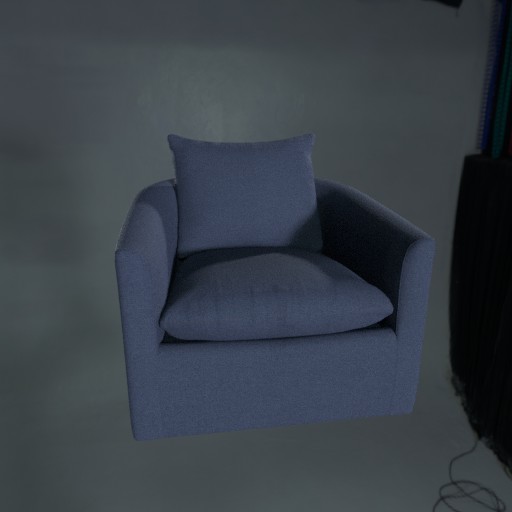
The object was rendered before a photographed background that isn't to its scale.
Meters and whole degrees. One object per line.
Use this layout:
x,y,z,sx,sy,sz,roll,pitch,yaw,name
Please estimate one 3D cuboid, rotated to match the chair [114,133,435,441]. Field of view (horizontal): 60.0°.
0.000,0.000,1.574,0.845,0.848,0.910,-2,15,-9,chair
